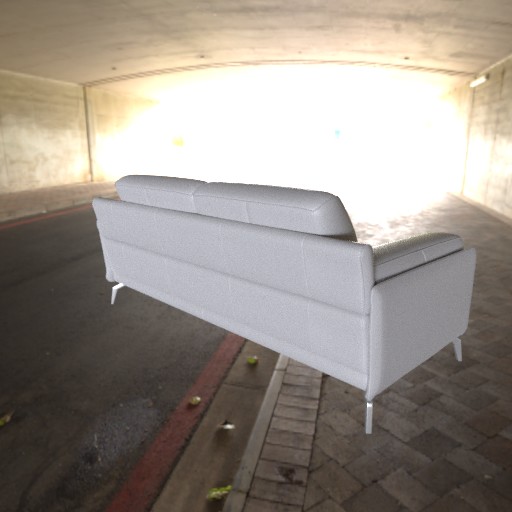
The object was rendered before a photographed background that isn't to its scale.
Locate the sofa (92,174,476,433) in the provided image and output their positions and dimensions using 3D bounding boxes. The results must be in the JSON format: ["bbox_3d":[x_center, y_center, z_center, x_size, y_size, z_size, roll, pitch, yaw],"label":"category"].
[{"bbox_3d":[0.000,0.000,2.548,2.101,0.930,1.049,14,20,43],"label":"sofa"}]
